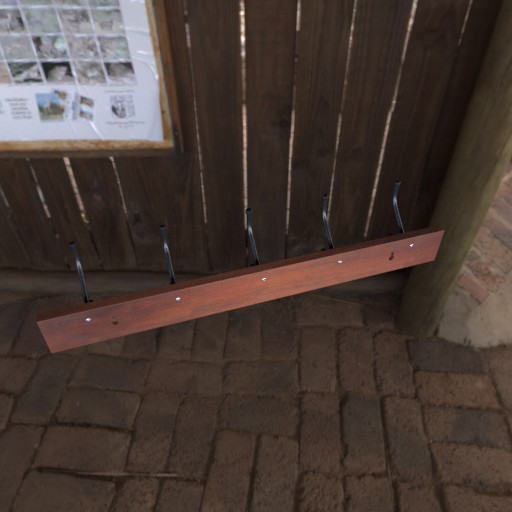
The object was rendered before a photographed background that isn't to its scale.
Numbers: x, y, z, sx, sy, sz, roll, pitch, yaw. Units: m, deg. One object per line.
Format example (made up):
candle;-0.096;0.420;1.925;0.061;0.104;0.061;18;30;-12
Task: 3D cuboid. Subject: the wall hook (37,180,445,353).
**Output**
wall hook;0.000;0.000;0.620;0.571;0.117;0.071;-12;42;-14
